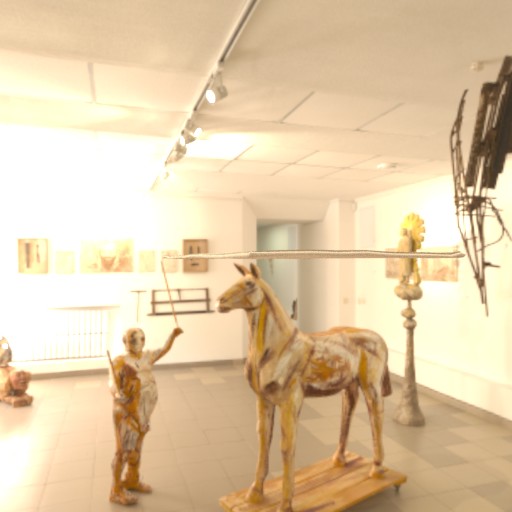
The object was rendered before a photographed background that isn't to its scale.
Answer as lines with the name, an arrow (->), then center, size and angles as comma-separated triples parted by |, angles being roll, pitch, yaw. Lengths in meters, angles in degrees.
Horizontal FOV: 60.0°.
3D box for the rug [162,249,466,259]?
rug -> 0.000, 0.000, 2.610 | 0.831, 0.036, 2.381 | 0, 0, -18
